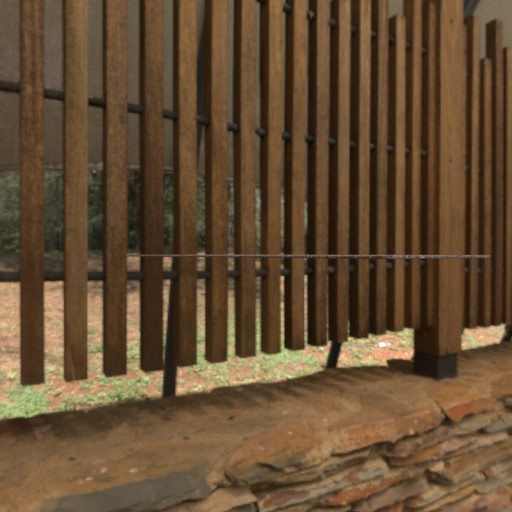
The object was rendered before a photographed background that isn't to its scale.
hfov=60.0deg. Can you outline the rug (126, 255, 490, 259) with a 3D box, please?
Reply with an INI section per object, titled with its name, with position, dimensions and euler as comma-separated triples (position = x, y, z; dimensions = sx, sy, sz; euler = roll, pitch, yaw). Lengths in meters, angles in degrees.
[rug]
position = 0.000, 0.000, 2.519
dimensions = 0.691, 0.011, 2.296
euler = 0, 0, -36
